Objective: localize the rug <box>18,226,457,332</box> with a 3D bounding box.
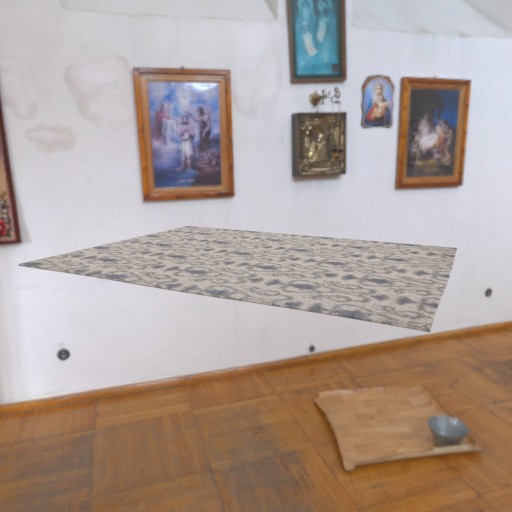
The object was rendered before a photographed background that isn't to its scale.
[{"bbox_3d":[0.000,0.000,2.811,2.261,0.013,1.676,6,14,26],"label":"rug"}]
